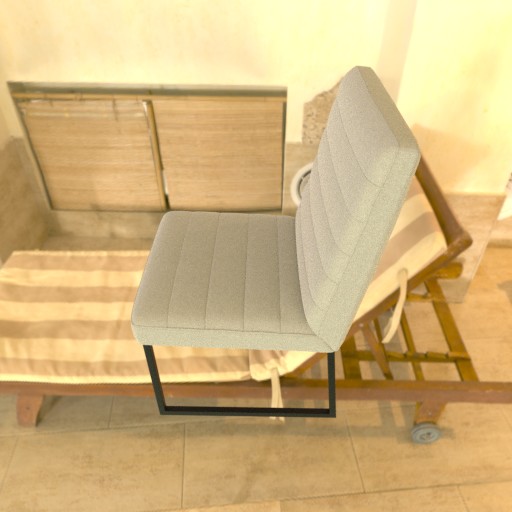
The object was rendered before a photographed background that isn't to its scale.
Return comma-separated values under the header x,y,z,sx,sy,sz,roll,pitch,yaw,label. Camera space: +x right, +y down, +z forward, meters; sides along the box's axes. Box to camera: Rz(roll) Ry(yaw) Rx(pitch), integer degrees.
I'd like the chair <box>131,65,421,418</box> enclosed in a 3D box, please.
x,y,z,sx,sy,sz,roll,pitch,yaw,label
0.000,0.000,1.282,0.634,0.930,0.520,1,39,1,chair
